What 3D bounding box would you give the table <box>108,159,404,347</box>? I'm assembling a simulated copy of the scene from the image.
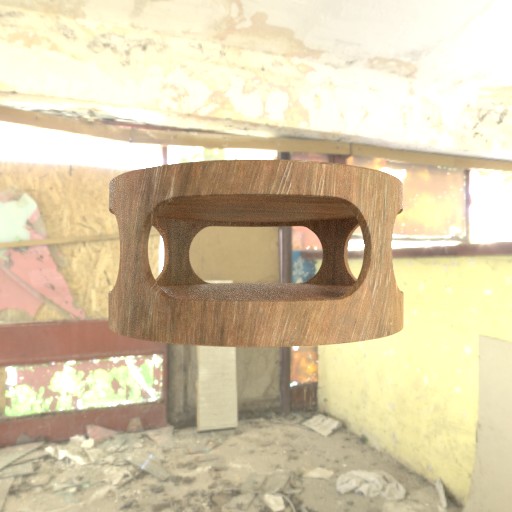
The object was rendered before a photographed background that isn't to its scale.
[{"bbox_3d":[0.000,0.000,1.545,0.974,0.450,0.974,0,-1,0],"label":"table"}]
